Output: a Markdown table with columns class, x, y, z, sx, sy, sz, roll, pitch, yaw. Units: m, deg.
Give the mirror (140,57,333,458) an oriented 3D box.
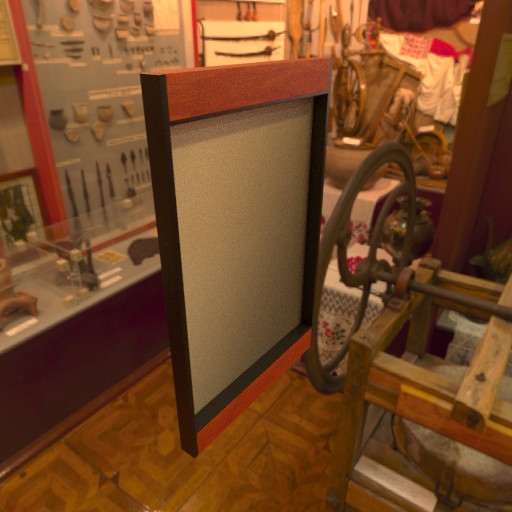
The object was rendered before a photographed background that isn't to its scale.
| class | x | y | z | sx | sy | sz | roll | pitch | yaw |
| --- | --- | --- | --- | --- | --- | --- | --- | --- | --- |
| mirror | 0.000 | 0.000 | 1.032 | 0.047 | 0.823 | 0.525 | 19 | 33 | 33 |
